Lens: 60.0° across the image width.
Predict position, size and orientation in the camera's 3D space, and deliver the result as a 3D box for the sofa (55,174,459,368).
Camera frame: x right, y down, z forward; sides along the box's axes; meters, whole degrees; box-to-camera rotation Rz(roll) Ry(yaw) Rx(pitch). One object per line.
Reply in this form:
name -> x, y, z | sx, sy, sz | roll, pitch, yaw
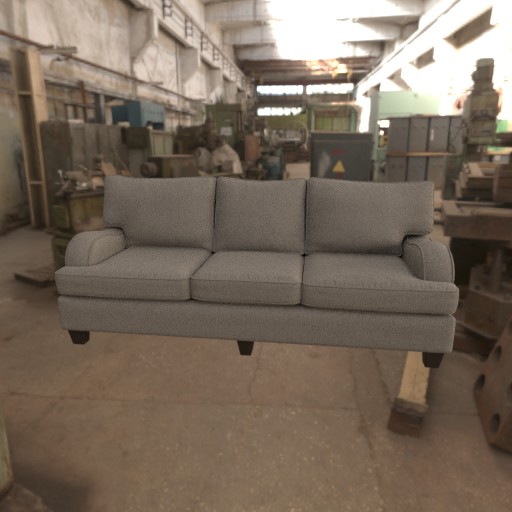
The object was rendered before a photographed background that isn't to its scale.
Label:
sofa -> 0.000, 0.000, 2.924 | 2.323, 0.991, 1.016 | 2, 15, 8
